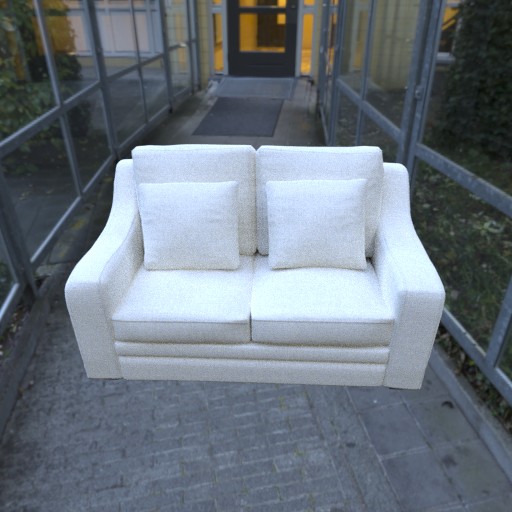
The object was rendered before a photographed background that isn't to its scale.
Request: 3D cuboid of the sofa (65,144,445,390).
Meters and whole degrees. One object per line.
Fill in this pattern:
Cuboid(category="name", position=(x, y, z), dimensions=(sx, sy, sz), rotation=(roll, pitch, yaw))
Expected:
Cuboid(category="sofa", position=(0.000, 0.000, 2.400), dimensions=(1.744, 1.047, 1.040), rotation=(1, 31, 2))
